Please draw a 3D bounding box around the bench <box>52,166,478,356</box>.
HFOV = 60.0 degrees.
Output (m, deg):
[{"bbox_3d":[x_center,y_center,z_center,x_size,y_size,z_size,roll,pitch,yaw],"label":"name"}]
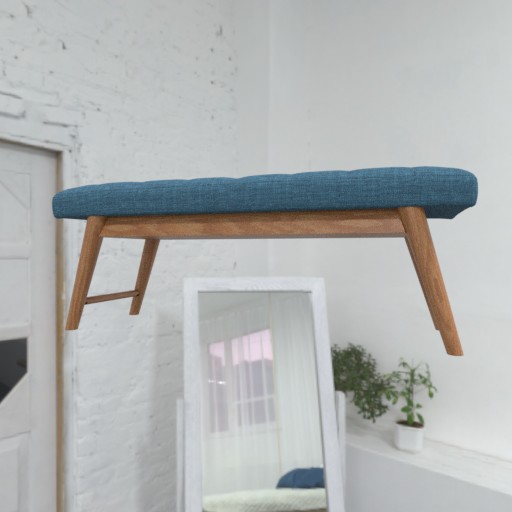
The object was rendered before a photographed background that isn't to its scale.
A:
[{"bbox_3d":[0.000,0.000,1.299,1.118,0.432,0.406,0,1,18],"label":"bench"}]
